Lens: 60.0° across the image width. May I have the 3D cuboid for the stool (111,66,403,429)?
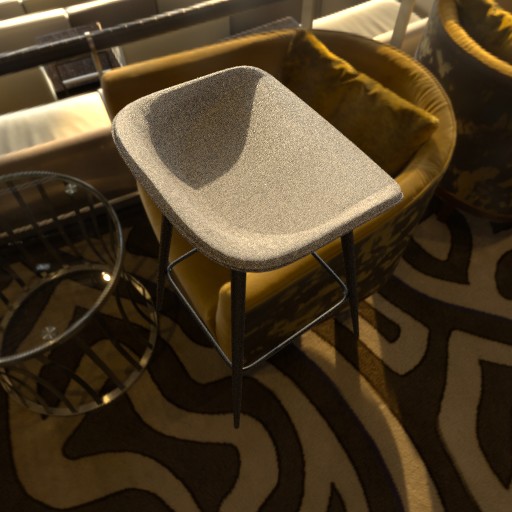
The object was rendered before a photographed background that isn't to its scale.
[{"bbox_3d":[0.000,0.000,1.090,0.480,0.814,0.469,-32,63,-18],"label":"stool"}]
